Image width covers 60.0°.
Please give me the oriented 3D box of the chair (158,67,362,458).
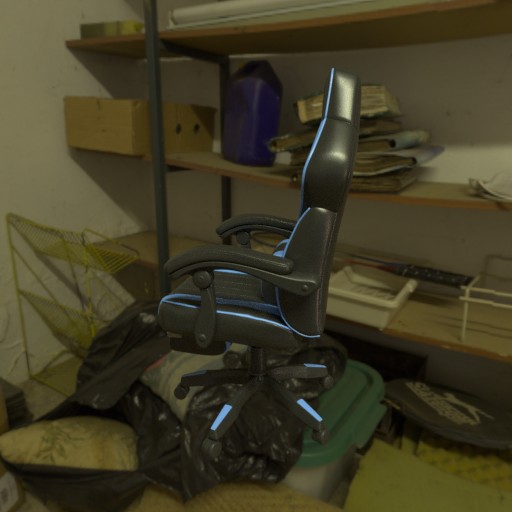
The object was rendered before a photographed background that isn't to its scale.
[{"bbox_3d":[0.000,0.000,1.663,0.700,1.280,0.700,3,15,10],"label":"chair"}]
